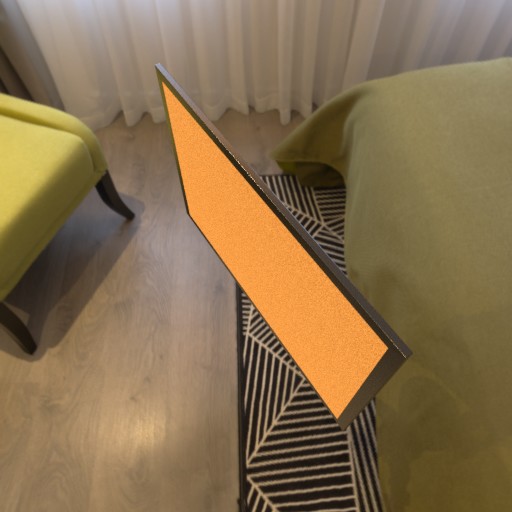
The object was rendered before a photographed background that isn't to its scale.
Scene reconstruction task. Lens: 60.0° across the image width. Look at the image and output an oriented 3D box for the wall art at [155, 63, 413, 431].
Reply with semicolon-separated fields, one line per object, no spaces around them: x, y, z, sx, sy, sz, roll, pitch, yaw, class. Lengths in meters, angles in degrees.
0.000;0.000;1.061;0.015;0.552;0.819;-29;63;-17;wall art
